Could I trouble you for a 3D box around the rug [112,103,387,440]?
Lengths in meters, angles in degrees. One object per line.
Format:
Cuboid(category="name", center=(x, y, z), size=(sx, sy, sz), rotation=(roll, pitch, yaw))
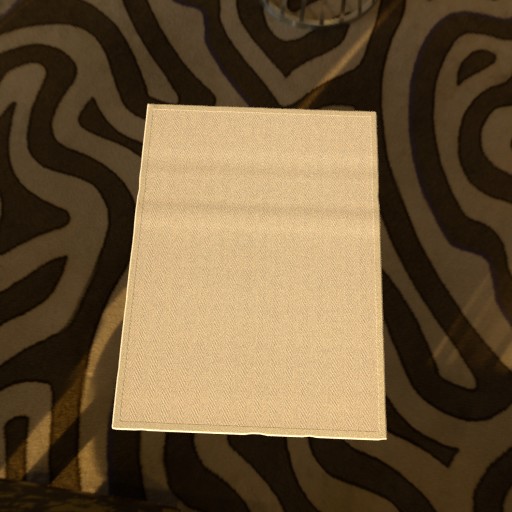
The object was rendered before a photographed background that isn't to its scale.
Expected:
Cuboid(category="rug", center=(0.000, 0.000, 4.842), size=(2.734, 0.037, 3.659), rotation=(2, 76, 1))
